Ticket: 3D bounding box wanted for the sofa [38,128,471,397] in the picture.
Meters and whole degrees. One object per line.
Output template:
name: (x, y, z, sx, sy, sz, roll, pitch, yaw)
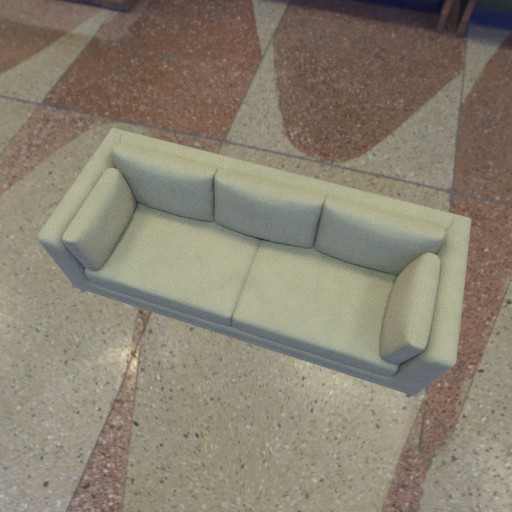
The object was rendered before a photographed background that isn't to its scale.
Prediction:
sofa: (0.000, 0.000, 2.891, 2.415, 0.867, 0.969, 16, 61, 9)
